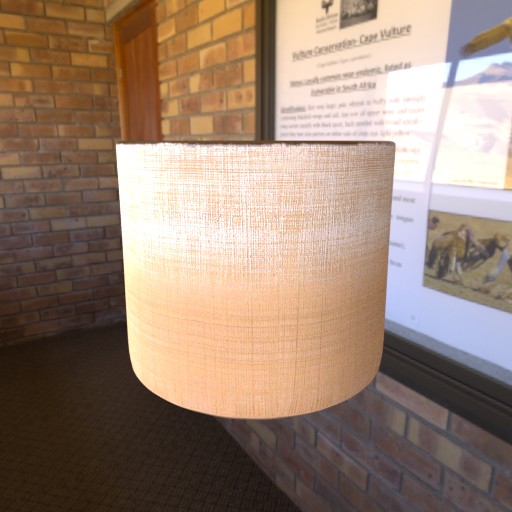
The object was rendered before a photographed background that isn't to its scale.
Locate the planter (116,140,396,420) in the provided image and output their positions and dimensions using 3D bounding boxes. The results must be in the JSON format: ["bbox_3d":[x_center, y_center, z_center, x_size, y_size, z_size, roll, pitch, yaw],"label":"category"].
[{"bbox_3d":[0.000,0.000,0.439,0.254,0.221,0.254,0,14,0],"label":"planter"}]
